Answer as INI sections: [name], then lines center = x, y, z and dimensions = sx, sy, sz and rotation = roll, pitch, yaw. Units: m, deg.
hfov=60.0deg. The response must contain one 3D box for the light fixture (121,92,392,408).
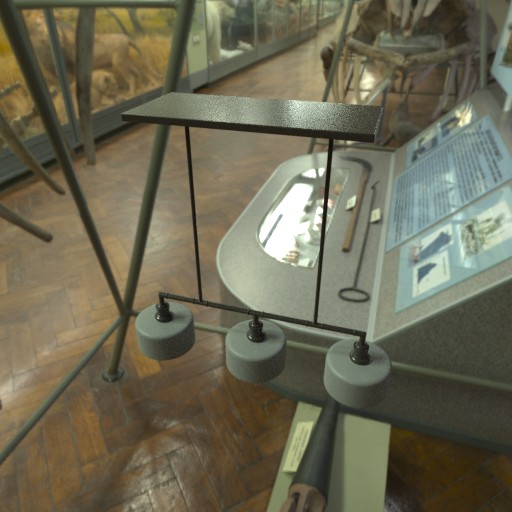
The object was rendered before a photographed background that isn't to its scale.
[light fixture]
center = 0.000, 0.000, 0.866
dimensions = 0.582, 0.557, 0.177
rotation = 9, 32, 15
